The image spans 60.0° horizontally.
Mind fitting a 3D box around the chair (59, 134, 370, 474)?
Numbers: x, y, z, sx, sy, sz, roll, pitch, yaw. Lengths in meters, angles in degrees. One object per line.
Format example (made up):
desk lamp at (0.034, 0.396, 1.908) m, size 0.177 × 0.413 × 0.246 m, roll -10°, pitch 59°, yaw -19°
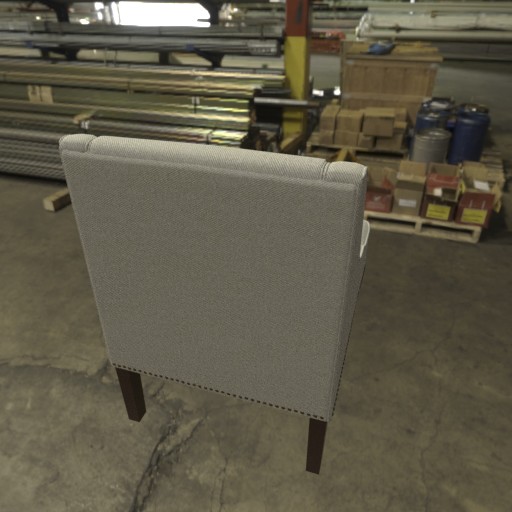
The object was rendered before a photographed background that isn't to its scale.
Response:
chair at (0.000, 0.000, 1.334) m, size 0.628 × 0.872 × 0.748 m, roll 10°, pitch 33°, yaw 15°
